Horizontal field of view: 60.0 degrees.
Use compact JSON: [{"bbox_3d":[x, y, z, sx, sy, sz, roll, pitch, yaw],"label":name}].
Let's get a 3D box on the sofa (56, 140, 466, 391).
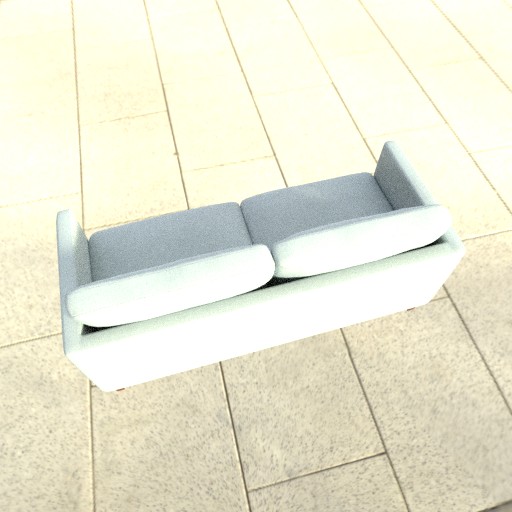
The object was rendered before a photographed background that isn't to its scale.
[{"bbox_3d":[0.000,0.000,2.754,2.208,0.965,0.951,-14,59,-9],"label":"sofa"}]
